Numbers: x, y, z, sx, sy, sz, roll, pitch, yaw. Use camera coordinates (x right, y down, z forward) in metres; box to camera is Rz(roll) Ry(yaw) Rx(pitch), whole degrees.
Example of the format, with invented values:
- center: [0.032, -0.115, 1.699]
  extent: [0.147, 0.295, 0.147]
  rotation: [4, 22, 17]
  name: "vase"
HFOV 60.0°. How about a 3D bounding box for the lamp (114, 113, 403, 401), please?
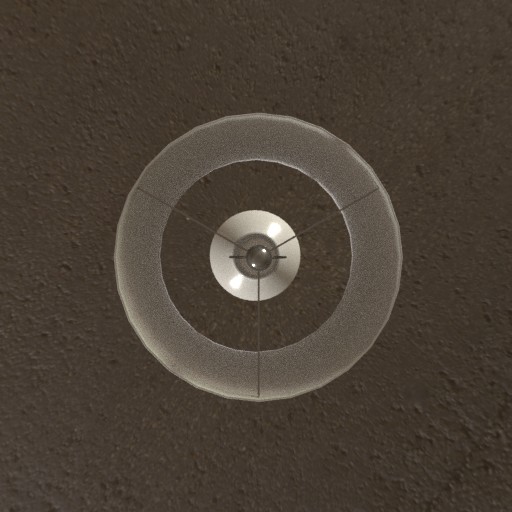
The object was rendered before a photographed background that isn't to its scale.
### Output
- center: [0.000, 0.000, 0.856]
  extent: [0.357, 0.673, 0.357]
  rotation: [0, 90, -1]
  name: "lamp"
